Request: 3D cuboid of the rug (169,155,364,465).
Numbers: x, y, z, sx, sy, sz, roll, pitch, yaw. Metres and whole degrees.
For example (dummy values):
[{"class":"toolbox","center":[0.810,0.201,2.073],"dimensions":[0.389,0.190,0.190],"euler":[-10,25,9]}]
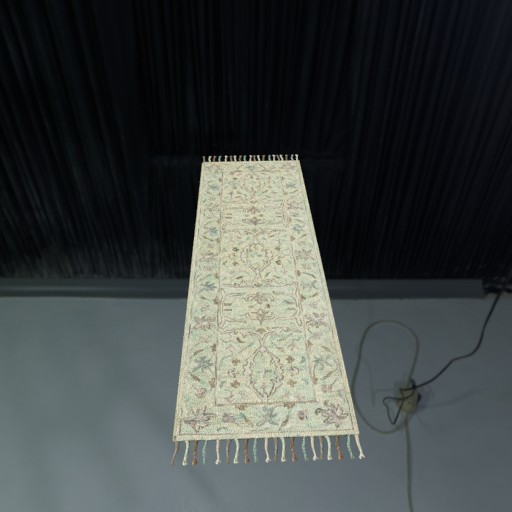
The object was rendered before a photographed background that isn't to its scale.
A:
[{"class":"rug","center":[0.000,0.000,2.646],"dimensions":[0.769,0.013,2.440],"euler":[-1,41,-2]}]
